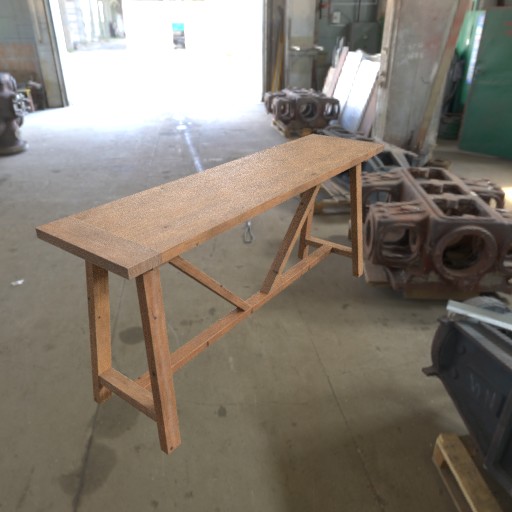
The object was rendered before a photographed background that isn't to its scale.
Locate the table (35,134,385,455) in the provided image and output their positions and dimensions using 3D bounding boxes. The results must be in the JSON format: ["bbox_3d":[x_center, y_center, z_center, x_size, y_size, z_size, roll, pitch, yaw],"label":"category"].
[{"bbox_3d":[0.000,0.000,2.154,0.465,0.810,1.800,19,33,32],"label":"table"}]
